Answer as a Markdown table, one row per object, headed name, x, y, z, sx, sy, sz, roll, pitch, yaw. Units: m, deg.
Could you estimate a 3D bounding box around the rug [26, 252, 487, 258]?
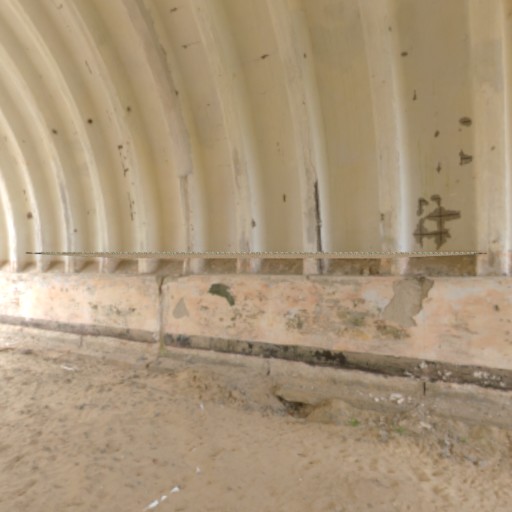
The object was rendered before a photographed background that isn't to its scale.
| name | x | y | z | sx | sy | sz | roll | pitch | yaw |
| --- | --- | --- | --- | --- | --- | --- | --- | --- | --- |
| rug | 0.000 | 0.000 | 2.330 | 1.802 | 0.008 | 1.247 | 0 | -1 | -1 |
